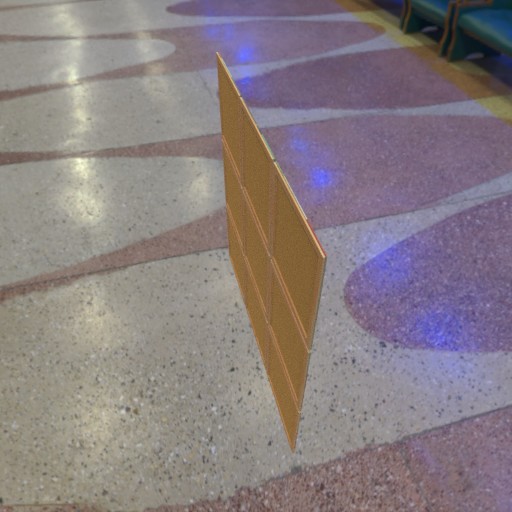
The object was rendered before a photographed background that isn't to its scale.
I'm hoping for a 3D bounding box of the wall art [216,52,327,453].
[{"bbox_3d":[0.000,0.000,2.331,0.013,1.519,1.521,-11,47,-10],"label":"wall art"}]
